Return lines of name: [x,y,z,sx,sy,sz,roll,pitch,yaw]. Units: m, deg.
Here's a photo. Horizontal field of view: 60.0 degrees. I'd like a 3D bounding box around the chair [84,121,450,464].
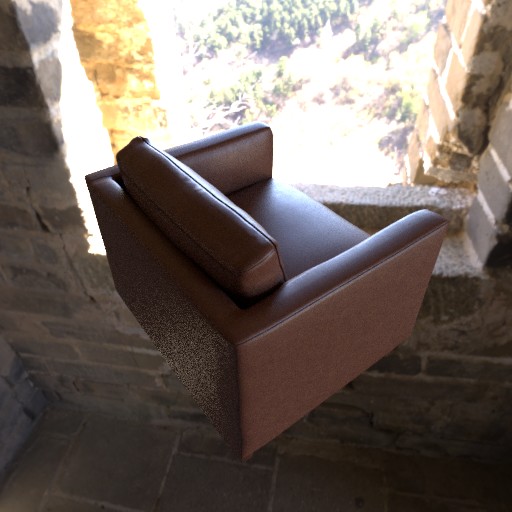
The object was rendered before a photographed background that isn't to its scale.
chair: [0.000,0.000,1.852,0.959,0.917,1.107,-26,47,-27]
